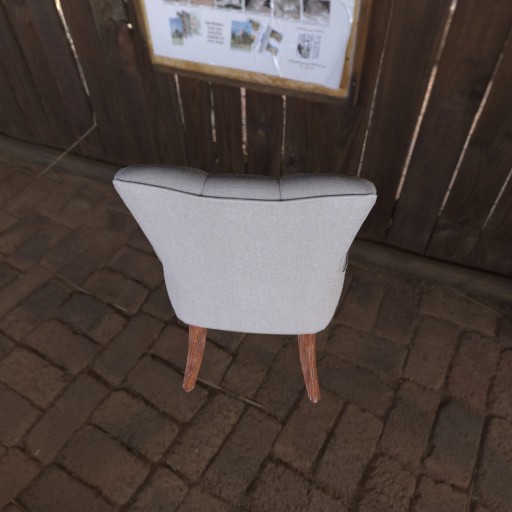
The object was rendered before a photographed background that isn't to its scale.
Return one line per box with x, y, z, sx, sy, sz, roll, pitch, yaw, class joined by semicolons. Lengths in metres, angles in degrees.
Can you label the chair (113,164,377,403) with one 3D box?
0.000;0.000;1.208;0.509;0.874;0.565;4;46;4;chair
